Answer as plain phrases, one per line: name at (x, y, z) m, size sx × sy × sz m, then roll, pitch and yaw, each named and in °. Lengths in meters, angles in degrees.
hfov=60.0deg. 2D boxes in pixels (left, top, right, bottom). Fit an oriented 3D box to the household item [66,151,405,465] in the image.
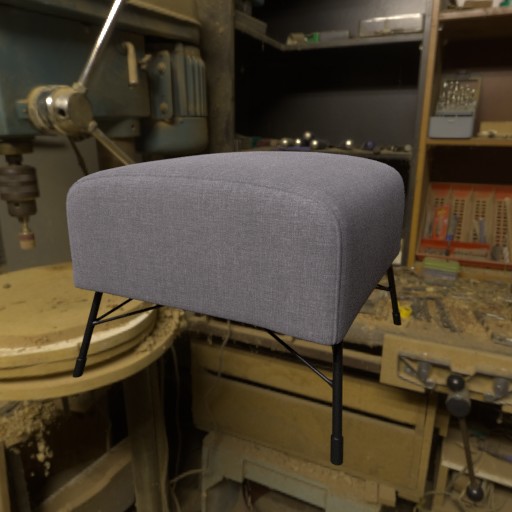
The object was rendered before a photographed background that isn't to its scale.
household item at (0.000, 0.000, 0.905) m, size 0.530 × 0.410 × 0.530 m, roll 8°, pitch 18°, yaw 25°
